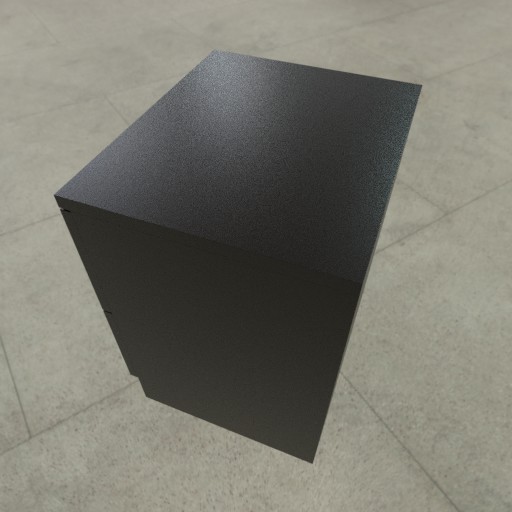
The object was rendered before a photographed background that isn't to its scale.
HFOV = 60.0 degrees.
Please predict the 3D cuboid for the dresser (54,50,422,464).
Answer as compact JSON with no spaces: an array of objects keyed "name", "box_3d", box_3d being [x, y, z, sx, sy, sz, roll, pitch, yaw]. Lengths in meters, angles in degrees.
[{"name":"dresser","box_3d":[0.000,0.000,0.732,0.360,0.470,0.400,16,49,15]}]
